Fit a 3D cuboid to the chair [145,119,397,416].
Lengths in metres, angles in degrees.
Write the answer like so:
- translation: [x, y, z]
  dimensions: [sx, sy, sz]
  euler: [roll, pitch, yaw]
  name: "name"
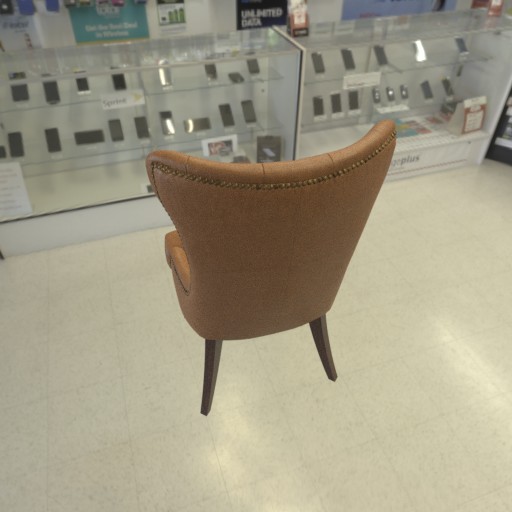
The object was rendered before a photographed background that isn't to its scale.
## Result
- translation: [0.000, 0.000, 1.491]
  dimensions: [0.611, 1.065, 0.669]
  euler: [-11, 42, -12]
  name: "chair"
